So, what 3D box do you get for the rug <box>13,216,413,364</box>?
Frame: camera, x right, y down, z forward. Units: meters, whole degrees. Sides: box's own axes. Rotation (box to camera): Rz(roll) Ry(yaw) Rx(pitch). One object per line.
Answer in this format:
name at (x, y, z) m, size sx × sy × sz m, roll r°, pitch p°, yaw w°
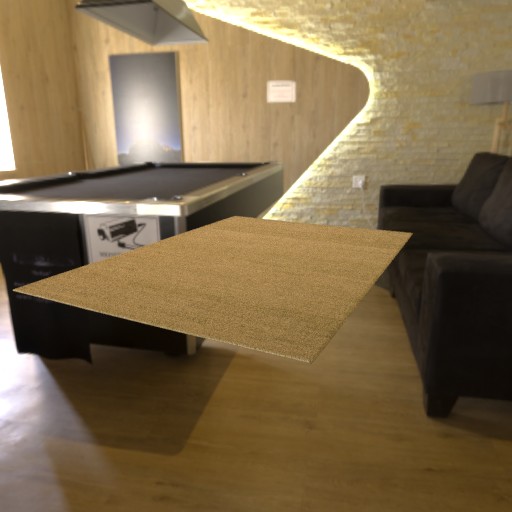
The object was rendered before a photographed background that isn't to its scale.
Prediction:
rug at (0.000, 0.000, 4.958) m, size 2.782 × 0.025 × 3.935 m, roll 8°, pitch 18°, yaw 26°
